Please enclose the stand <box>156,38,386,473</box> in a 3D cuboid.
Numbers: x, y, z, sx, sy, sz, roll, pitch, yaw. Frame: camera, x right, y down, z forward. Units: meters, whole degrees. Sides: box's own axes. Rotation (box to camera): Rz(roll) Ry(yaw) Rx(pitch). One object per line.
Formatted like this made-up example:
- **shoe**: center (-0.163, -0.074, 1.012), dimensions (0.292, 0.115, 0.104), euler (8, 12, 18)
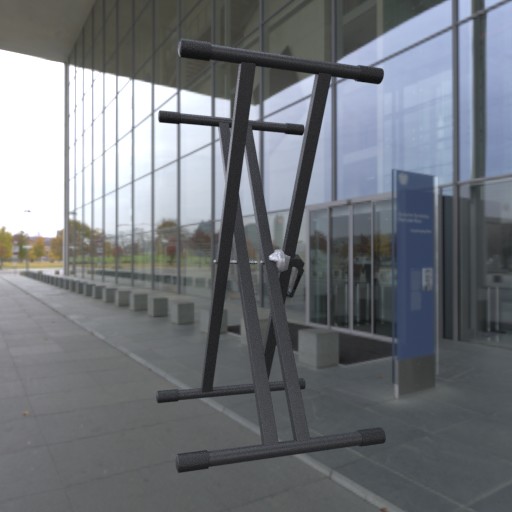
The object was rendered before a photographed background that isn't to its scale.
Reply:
- **stand**: center (0.000, 0.000, 1.216), dimensions (0.495, 0.900, 0.503), euler (0, -1, -18)
